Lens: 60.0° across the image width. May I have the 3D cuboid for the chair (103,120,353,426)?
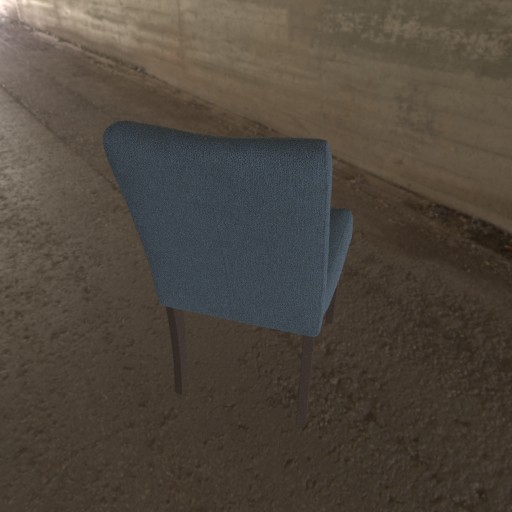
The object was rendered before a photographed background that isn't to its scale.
[{"bbox_3d":[0.000,0.000,1.260,0.487,0.882,0.629,10,35,14],"label":"chair"}]
